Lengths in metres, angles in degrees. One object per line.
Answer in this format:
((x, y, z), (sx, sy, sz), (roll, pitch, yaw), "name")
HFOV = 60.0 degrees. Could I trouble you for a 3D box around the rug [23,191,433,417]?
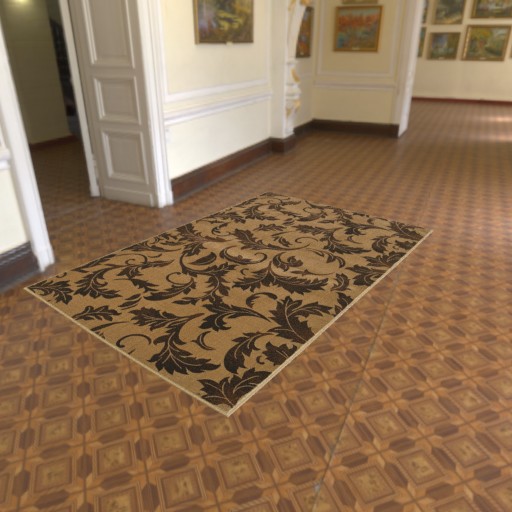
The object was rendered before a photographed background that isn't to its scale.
((0.000, 0.000, 2.837), (1.522, 0.008, 2.284), (19, 31, 34), "rug")
